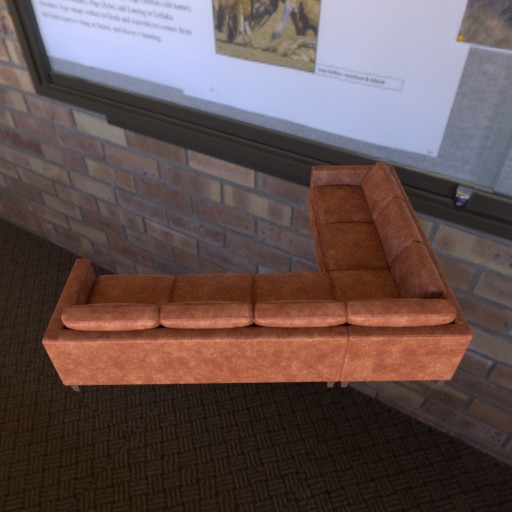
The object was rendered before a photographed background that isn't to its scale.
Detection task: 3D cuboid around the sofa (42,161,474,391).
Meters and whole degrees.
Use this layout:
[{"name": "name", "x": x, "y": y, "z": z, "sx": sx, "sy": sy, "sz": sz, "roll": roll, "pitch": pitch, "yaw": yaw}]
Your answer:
[{"name": "sofa", "x": 0.000, "y": 0.000, "z": 4.299, "sx": 3.150, "sy": 0.838, "sz": 2.438, "roll": -1, "pitch": 42, "yaw": -1}]
